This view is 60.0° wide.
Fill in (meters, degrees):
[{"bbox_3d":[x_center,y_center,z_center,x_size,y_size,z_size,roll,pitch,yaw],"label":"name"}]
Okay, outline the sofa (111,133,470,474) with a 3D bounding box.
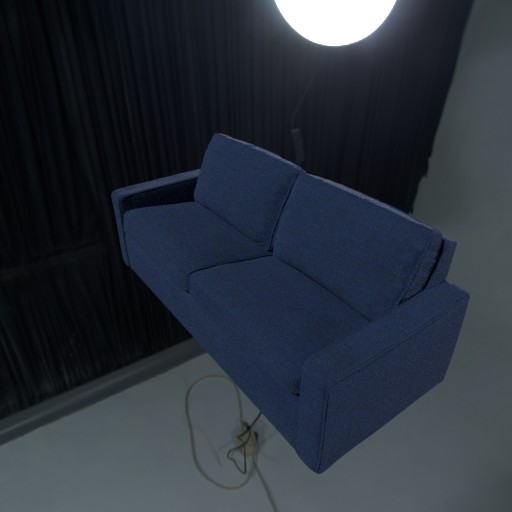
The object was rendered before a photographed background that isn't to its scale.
[{"bbox_3d":[0.000,0.000,2.527,0.940,0.919,2.080,-21,38,-30],"label":"sofa"}]
